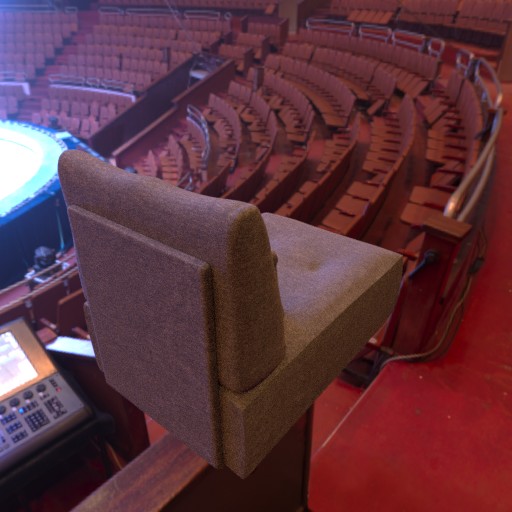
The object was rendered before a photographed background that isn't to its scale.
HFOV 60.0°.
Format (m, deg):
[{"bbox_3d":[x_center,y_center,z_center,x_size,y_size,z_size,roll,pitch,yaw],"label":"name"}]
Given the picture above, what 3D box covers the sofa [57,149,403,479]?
[{"bbox_3d":[0.000,0.000,1.538,0.700,0.820,1.000,22,36,33],"label":"sofa"}]
